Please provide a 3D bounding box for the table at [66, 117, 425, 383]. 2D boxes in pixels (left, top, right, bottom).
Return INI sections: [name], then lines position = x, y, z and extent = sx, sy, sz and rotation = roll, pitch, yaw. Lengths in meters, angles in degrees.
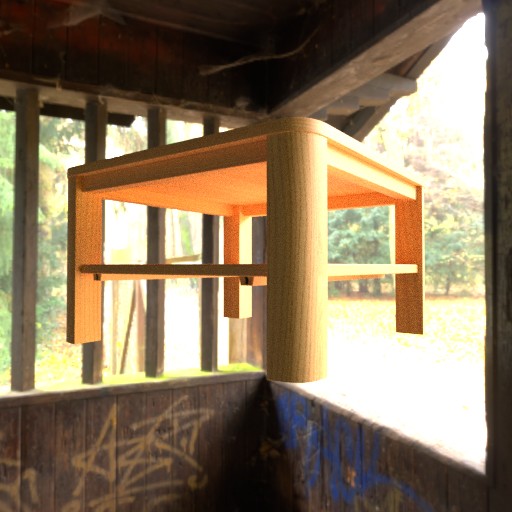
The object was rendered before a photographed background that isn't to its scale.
[table]
position = 0.000, 0.000, 1.246
extent = 0.750, 0.450, 0.750
rotation = -1, -2, 36
